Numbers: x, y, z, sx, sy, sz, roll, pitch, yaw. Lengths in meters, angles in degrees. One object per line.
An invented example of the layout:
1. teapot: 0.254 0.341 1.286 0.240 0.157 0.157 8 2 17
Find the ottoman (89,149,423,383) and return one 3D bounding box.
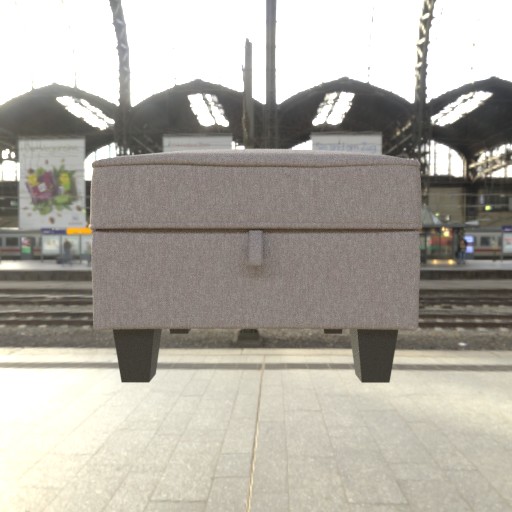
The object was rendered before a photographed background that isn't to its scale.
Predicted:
1. ottoman: 0.000 0.000 1.422 0.808 0.612 0.871 0 1 0
